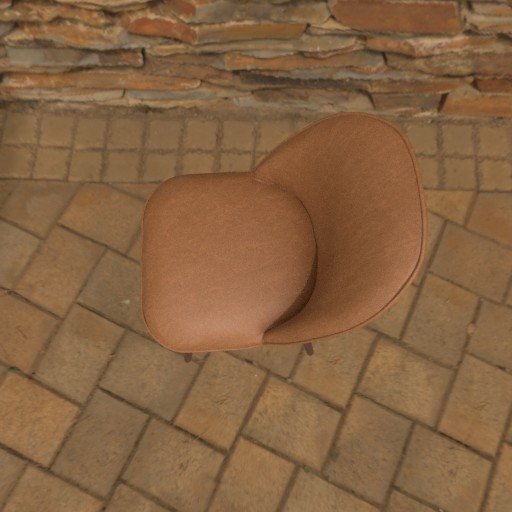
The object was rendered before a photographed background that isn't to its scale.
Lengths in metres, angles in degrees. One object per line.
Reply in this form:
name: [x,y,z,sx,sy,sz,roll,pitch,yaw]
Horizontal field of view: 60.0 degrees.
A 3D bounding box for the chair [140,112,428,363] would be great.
chair: [0.000,0.000,1.219,0.631,0.831,0.521,-3,75,-1]
